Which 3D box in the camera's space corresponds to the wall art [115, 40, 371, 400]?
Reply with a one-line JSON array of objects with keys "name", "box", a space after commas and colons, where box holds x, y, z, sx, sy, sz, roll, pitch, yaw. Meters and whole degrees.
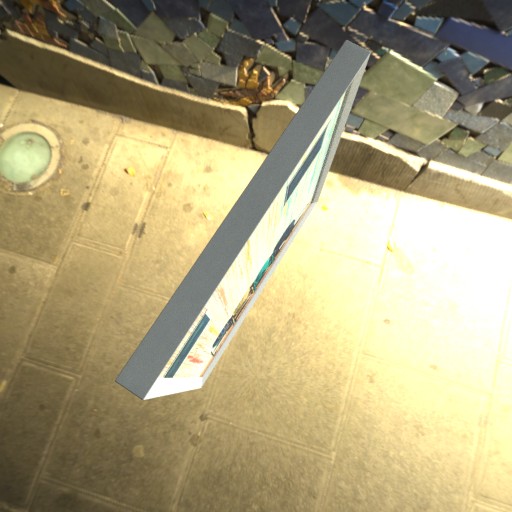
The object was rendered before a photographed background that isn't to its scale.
[{"name": "wall art", "box": [0.000, 0.000, 0.767, 0.037, 0.508, 0.508, 31, 77, 8]}]
